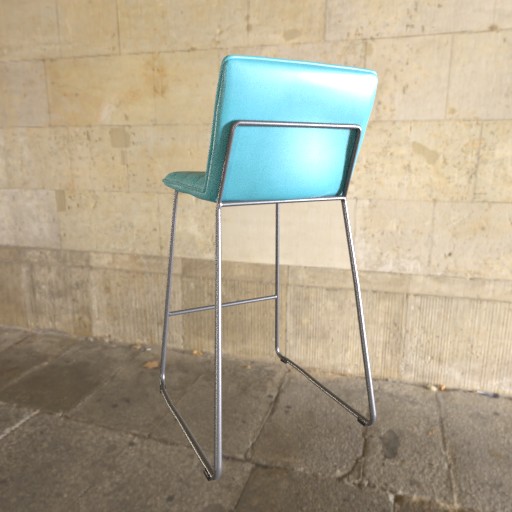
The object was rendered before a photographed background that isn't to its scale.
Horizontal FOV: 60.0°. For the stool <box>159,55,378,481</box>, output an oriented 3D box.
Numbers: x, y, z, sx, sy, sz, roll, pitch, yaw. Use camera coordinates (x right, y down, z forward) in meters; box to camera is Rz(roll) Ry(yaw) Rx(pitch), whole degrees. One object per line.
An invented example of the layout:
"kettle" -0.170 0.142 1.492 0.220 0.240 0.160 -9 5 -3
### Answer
"stool" 0.000 0.000 1.240 0.489 0.936 0.524 -7 15 -26
